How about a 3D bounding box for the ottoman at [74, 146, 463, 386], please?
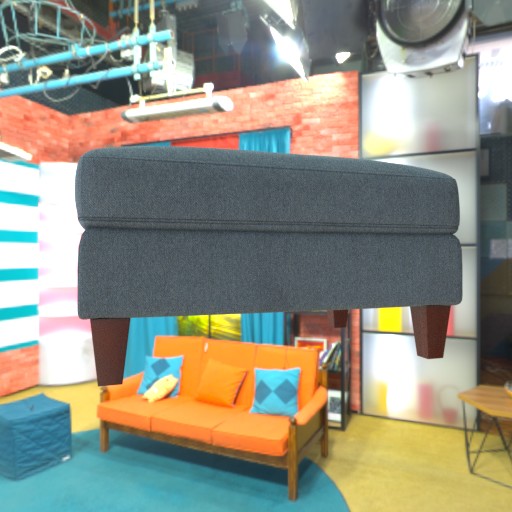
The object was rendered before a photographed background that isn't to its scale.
[{"bbox_3d":[0.000,0.000,1.176,0.864,0.483,0.584,0,0,-17],"label":"ottoman"}]
